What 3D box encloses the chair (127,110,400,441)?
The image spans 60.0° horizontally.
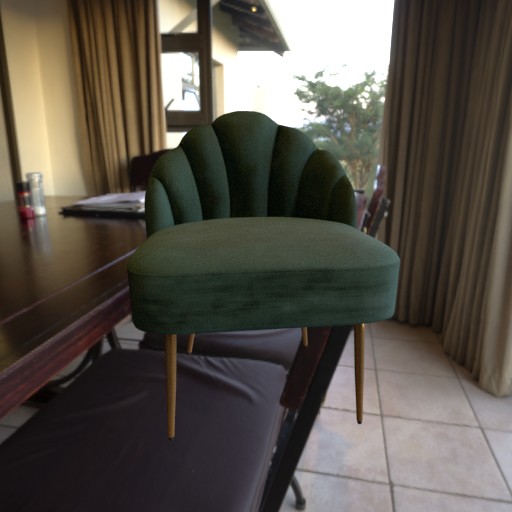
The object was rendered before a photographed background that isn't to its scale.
[{"bbox_3d":[0.000,0.000,1.272,0.657,0.819,0.599,-2,16,-7],"label":"chair"}]
